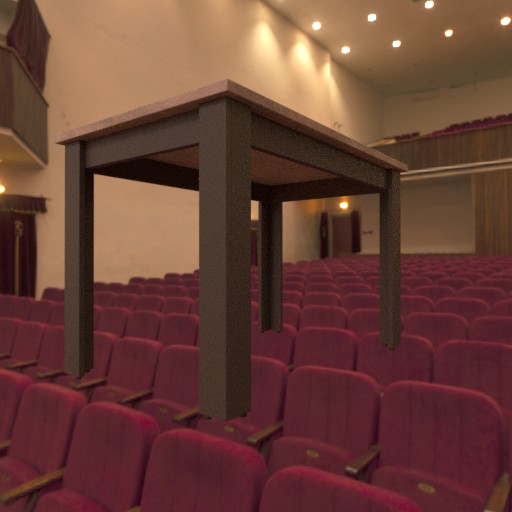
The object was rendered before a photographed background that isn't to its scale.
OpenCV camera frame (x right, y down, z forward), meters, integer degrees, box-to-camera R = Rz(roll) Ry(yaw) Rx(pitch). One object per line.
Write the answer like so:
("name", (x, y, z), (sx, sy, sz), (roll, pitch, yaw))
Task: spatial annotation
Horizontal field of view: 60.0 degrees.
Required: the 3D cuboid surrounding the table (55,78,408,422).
("table", (0.000, 0.000, 1.568), (0.700, 0.734, 1.100), (0, 0, 38))
